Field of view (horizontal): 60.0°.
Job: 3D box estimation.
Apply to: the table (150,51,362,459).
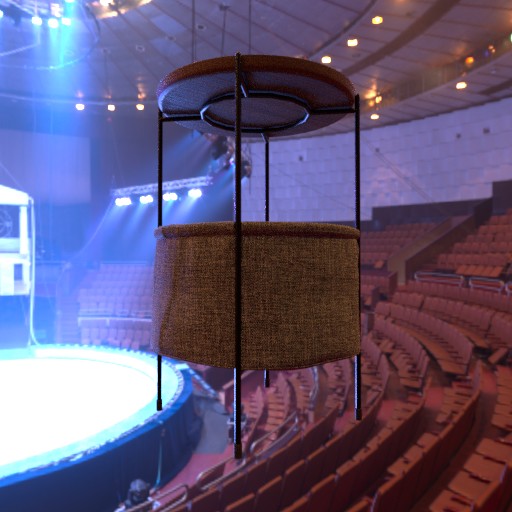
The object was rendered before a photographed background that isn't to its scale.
[{"bbox_3d":[0.000,0.000,0.876,0.400,0.623,0.400,1,-1,-37],"label":"table"}]
